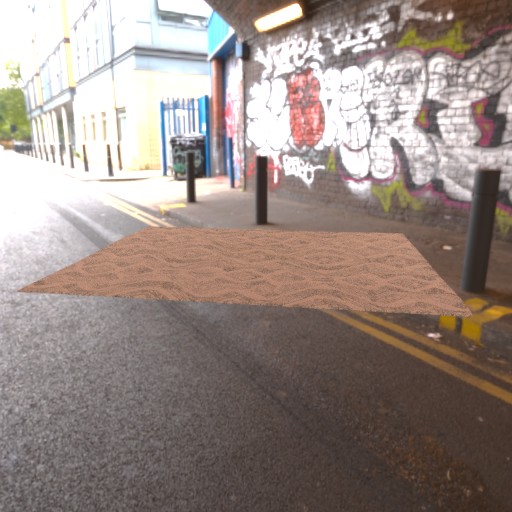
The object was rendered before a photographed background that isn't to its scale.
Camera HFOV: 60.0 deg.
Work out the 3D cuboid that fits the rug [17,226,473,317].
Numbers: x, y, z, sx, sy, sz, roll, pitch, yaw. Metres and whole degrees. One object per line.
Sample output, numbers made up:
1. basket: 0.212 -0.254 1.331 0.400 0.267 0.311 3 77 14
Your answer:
1. rug: 0.000 0.000 4.060 3.054 0.030 2.430 2 15 8
